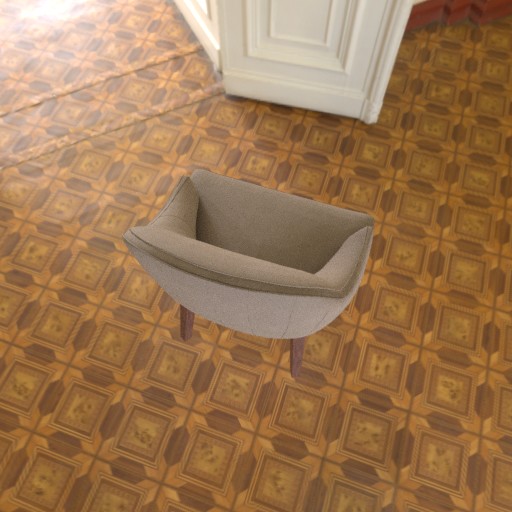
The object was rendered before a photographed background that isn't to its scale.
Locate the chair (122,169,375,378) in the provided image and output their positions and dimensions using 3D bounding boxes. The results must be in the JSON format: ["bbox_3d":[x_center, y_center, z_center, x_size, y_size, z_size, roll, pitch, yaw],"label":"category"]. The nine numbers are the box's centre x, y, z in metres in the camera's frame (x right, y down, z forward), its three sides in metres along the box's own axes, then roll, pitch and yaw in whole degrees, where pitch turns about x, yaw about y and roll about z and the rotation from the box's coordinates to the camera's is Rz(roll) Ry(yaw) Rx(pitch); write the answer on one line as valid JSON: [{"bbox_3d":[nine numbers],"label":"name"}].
[{"bbox_3d":[0.000,0.000,1.309,0.643,0.889,0.575,17,65,8],"label":"chair"}]
